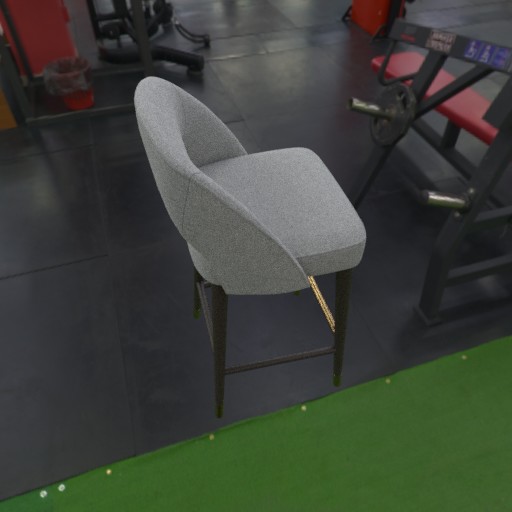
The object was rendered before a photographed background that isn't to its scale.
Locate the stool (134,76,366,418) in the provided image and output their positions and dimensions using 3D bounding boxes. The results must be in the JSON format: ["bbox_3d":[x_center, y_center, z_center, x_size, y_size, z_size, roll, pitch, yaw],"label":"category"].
[{"bbox_3d":[0.000,0.000,1.310,0.509,1.037,0.494,-12,48,-11],"label":"stool"}]
